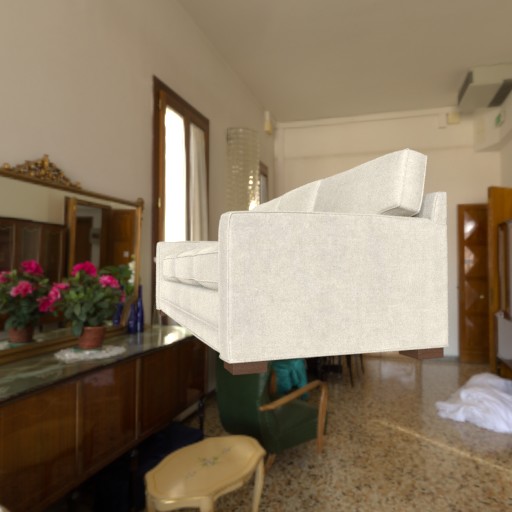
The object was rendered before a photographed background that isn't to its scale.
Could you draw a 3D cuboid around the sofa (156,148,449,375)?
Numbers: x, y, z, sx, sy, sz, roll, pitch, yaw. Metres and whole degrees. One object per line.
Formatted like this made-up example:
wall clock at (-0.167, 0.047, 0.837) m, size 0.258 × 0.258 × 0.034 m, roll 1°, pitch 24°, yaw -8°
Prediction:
sofa at (0.000, 0.000, 2.621) m, size 0.936 × 0.862 × 2.093 m, roll 0°, pitch -2°, yaw -19°
